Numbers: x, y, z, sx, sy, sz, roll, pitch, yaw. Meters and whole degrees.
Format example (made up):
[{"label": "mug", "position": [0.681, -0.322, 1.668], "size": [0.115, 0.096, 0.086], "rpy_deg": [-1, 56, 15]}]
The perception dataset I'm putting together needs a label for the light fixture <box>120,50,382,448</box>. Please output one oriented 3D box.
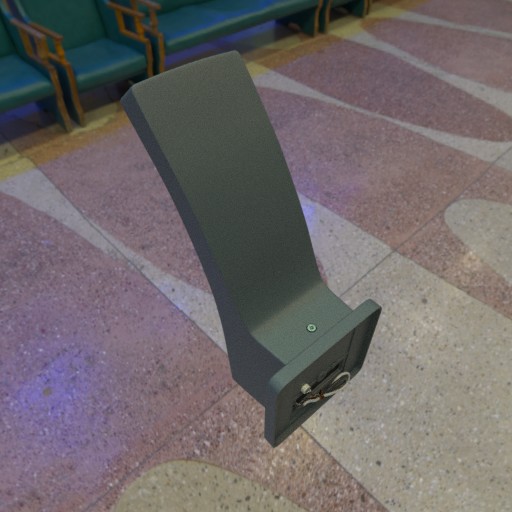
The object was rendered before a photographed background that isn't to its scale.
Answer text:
[{"label": "light fixture", "position": [0.000, 0.000, 0.330], "size": [0.108, 0.243, 0.174], "rpy_deg": [-32, 54, -27]}]
